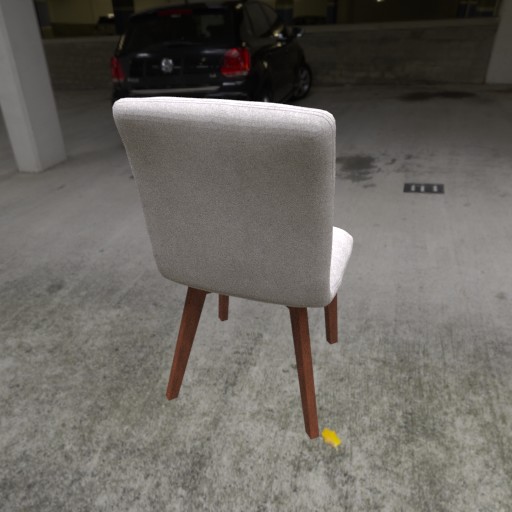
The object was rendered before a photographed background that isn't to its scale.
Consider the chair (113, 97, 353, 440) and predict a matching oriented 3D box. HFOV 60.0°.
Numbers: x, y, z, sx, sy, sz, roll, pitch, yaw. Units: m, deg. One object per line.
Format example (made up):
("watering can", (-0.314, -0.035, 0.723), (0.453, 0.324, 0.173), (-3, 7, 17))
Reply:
("chair", (0.000, 0.000, 1.299), (0.522, 0.974, 0.563), (9, 32, 15))
